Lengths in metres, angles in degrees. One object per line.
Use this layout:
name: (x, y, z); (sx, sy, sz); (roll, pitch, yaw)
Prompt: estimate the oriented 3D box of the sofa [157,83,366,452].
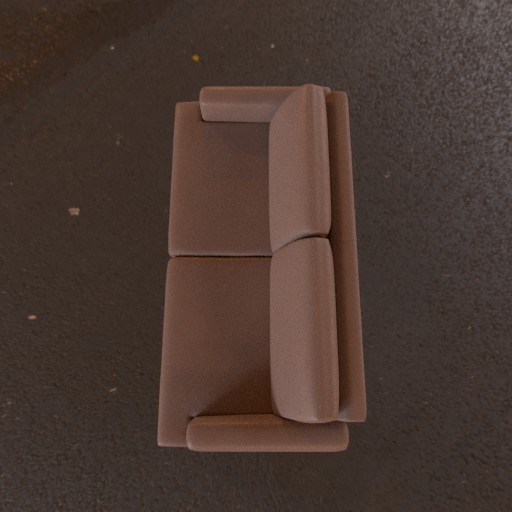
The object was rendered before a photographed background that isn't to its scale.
sofa: (0.000, 0.000, 2.397); (0.974, 0.765, 1.940); (0, 75, 0)
